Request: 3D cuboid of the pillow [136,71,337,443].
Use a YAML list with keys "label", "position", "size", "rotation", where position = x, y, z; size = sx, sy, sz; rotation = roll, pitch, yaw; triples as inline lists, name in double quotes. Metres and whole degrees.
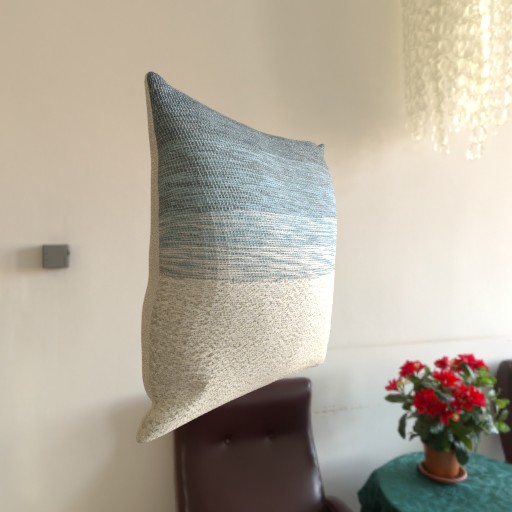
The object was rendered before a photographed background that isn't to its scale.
- label: "pillow"
  position: [0.000, 0.000, 0.687]
  size: [0.182, 0.441, 0.440]
  rotation: [1, 1, 37]
